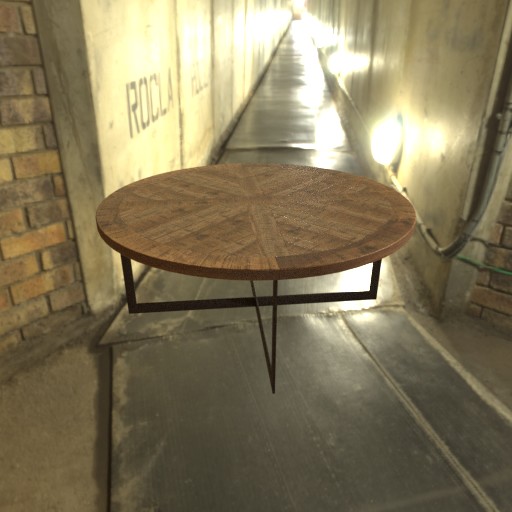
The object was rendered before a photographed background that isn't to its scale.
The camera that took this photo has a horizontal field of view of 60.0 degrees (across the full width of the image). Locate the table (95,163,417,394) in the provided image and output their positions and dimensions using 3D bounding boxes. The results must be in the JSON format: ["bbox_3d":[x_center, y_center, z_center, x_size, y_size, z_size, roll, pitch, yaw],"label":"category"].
[{"bbox_3d":[0.000,0.000,1.946,1.264,0.516,1.264,0,25,0],"label":"table"}]
